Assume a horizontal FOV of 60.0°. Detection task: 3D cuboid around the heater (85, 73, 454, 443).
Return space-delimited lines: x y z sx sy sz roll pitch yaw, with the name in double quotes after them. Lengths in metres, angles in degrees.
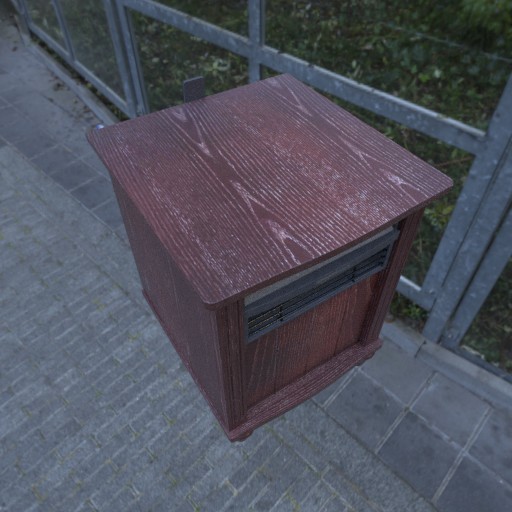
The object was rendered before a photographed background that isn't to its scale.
0.000 0.000 0.758 0.362 0.481 0.400 -25 52 -22 "heater"
